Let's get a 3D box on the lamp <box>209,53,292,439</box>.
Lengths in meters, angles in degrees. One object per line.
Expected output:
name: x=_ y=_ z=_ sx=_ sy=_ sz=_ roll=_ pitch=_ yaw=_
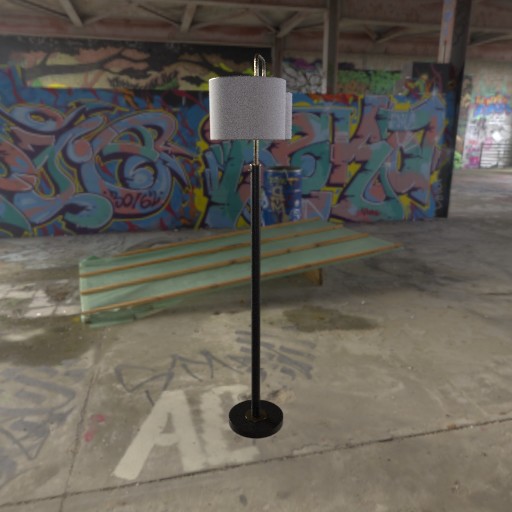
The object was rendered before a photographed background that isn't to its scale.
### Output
lamp: x=0.000 y=0.000 z=1.856 sx=0.254 sy=1.587 sz=0.711 roll=2 pitch=15 yaw=7
